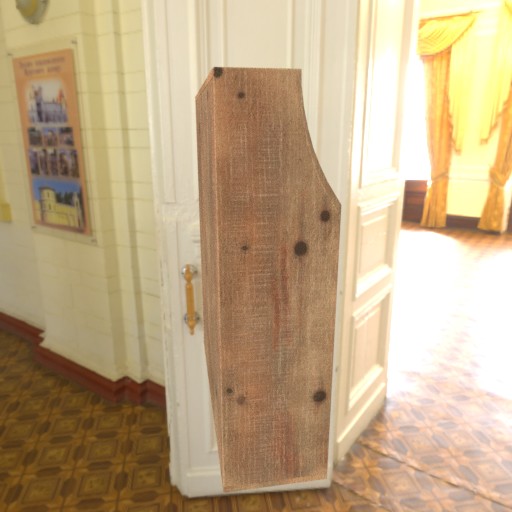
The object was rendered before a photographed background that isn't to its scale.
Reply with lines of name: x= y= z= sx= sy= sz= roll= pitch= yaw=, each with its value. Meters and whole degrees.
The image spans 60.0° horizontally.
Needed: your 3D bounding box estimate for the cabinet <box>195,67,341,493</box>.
cabinet: x=0.000 y=0.000 z=0.828 sx=0.184 sy=0.590 sz=0.489 roll=-3 pitch=16 yaw=-10
